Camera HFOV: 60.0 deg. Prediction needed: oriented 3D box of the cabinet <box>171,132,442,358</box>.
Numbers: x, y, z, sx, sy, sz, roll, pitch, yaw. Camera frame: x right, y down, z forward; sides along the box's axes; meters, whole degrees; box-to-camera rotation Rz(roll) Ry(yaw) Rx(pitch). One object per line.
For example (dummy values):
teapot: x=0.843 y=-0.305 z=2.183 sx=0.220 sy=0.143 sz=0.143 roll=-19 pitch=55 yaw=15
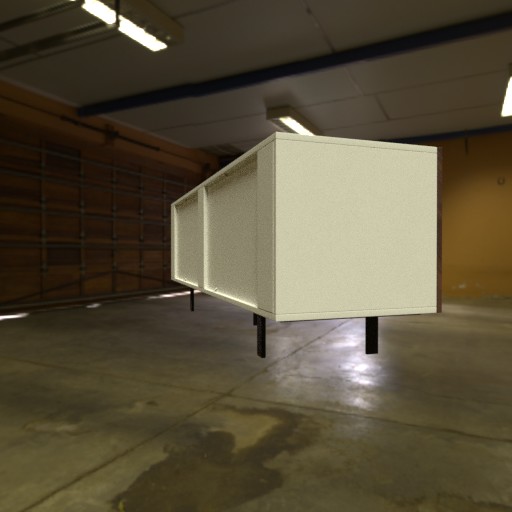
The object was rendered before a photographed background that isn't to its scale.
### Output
cabinet: x=0.000 y=0.000 z=1.707 sx=0.431 sy=0.533 sz=1.499 roll=0 pitch=1 yaw=-19
